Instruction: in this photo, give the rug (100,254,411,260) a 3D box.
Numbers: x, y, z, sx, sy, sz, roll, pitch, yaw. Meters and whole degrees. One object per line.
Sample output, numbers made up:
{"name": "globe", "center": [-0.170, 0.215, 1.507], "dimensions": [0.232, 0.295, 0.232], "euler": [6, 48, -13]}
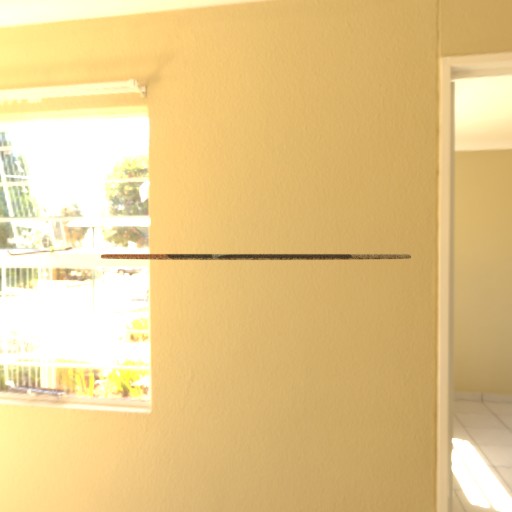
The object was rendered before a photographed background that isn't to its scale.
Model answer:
{"name": "rug", "center": [0.000, 0.000, 3.707], "dimensions": [2.461, 0.033, 2.461], "euler": [0, 0, 0]}
